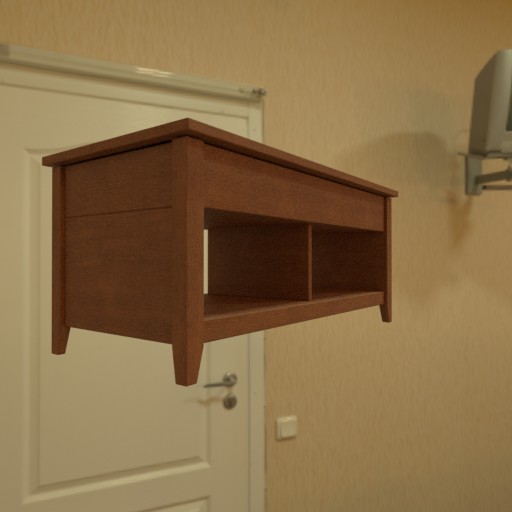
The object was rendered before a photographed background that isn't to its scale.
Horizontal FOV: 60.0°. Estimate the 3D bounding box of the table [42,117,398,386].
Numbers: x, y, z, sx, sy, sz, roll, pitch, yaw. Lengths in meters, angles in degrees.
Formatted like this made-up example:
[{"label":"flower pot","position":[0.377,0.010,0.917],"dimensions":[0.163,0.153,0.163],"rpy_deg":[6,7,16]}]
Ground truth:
[{"label":"table","position":[0.000,0.000,1.290],"dimensions":[0.483,0.457,1.016],"rpy_deg":[0,0,37]}]
